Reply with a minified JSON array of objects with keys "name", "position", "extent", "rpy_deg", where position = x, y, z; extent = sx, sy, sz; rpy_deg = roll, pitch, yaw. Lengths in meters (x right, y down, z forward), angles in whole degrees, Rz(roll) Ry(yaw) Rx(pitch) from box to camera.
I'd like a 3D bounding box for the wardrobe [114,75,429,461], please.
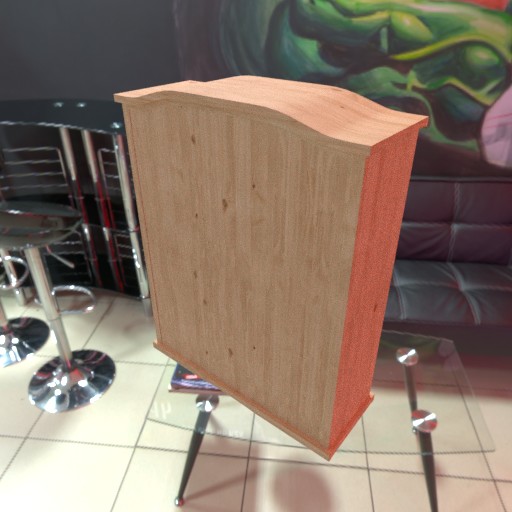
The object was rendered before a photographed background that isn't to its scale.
[{"name":"wardrobe","position":[0.000,0.000,2.603],"extent":[1.500,1.870,0.570],"rpy_deg":[22,37,32]}]
